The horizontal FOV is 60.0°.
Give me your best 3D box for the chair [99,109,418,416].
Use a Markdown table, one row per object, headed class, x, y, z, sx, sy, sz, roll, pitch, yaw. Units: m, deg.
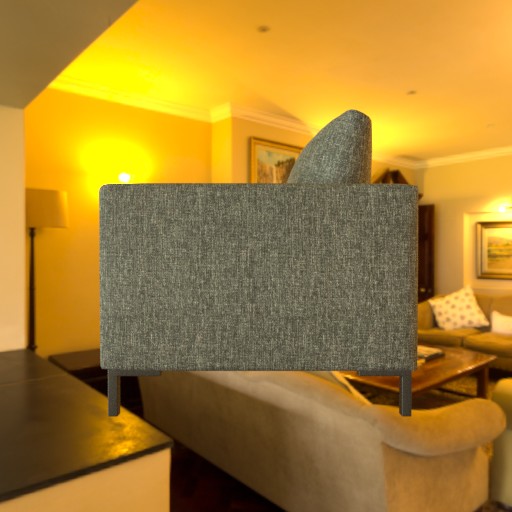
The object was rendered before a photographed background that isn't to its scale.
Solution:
| class | x | y | z | sx | sy | sz | roll | pitch | yaw |
| --- | --- | --- | --- | --- | --- | --- | --- | --- | --- |
| chair | 0.000 | 0.000 | 1.628 | 0.866 | 0.861 | 0.963 | 0 | 1 | 0 |
